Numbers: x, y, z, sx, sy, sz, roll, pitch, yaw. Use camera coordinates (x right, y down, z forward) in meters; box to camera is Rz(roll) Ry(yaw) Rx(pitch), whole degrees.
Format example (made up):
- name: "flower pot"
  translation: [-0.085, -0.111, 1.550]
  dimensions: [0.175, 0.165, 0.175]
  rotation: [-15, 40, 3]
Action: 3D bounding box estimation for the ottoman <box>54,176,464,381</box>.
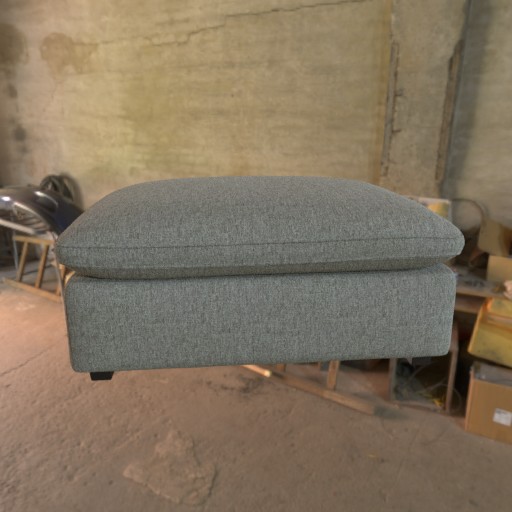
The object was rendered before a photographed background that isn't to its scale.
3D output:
- name: "ottoman"
  translation: [0.000, 0.000, 1.355]
  dimensions: [0.977, 0.451, 0.694]
  rotation: [-2, 18, -5]
